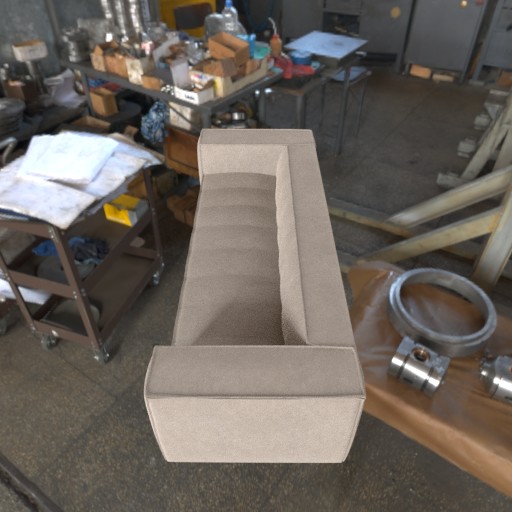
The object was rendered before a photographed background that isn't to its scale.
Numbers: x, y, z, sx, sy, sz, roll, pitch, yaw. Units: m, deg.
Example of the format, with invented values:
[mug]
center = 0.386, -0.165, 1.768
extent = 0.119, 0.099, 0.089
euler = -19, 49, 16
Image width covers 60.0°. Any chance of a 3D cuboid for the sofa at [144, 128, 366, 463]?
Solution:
[sofa]
center = 0.000, 0.000, 3.129
extent = 1.038, 0.680, 2.697
euler = 0, 41, 0
